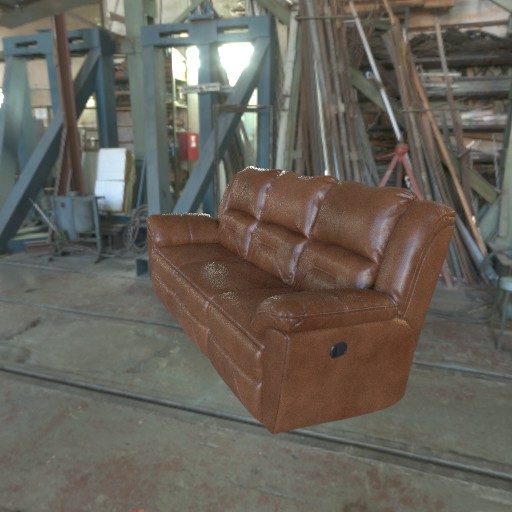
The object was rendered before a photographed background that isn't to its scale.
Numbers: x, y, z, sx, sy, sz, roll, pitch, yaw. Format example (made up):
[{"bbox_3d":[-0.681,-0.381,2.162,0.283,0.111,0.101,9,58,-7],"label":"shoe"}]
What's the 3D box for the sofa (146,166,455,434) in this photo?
[{"bbox_3d":[0.000,0.000,2.878,0.991,1.043,2.337,-7,17,-25],"label":"sofa"}]
